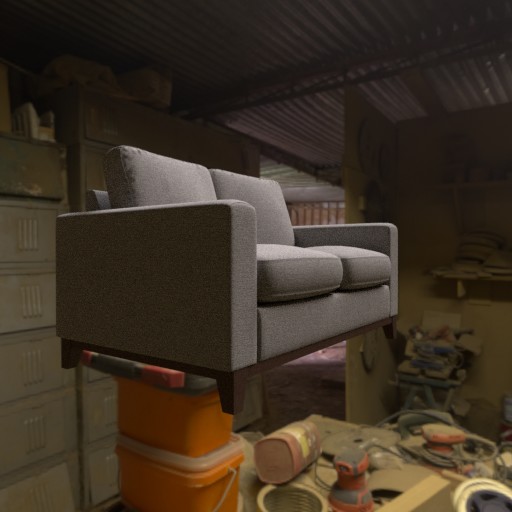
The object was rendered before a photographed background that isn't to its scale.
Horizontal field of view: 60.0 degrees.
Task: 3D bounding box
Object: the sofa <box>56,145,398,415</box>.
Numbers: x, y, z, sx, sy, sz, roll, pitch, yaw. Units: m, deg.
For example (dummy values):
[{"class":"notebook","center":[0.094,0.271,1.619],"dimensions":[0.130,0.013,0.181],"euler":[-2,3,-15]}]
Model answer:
[{"class":"sofa","center":[0.000,0.000,2.034],"dimensions":[0.917,0.873,1.420],"euler":[0,1,36]}]
